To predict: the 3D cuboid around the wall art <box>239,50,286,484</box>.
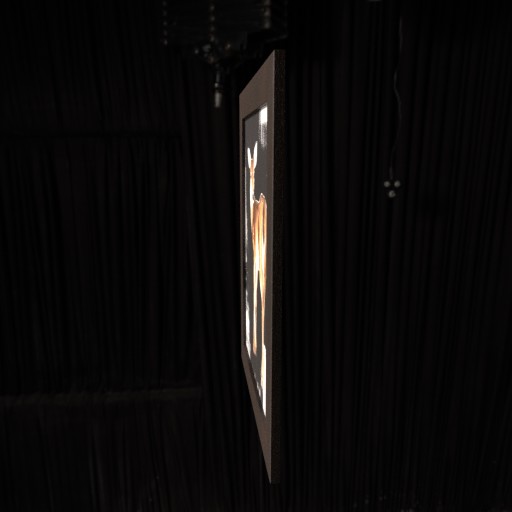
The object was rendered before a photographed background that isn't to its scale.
[{"bbox_3d":[0.000,0.000,0.676,0.013,0.508,0.359,-2,13,-7],"label":"wall art"}]
